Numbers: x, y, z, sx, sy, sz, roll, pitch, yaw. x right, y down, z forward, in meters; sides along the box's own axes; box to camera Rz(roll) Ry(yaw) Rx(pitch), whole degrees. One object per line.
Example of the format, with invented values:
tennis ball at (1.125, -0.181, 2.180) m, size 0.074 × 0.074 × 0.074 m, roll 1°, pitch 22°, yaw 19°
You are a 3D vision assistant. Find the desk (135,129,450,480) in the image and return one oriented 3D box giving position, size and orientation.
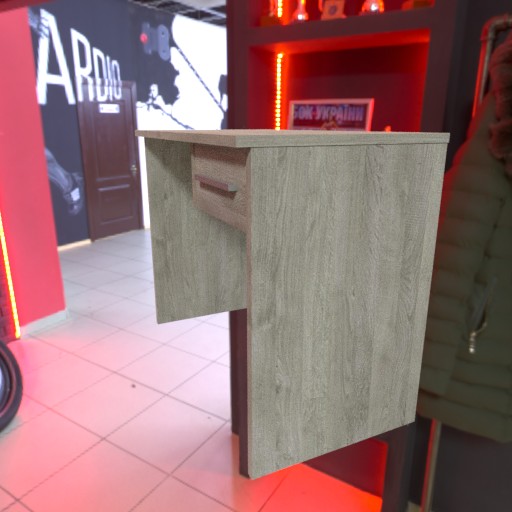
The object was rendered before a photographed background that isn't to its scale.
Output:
desk at (0.000, 0.000, 1.337) m, size 0.498 × 0.724 × 0.893 m, roll -8°, pitch 18°, yaw -24°
